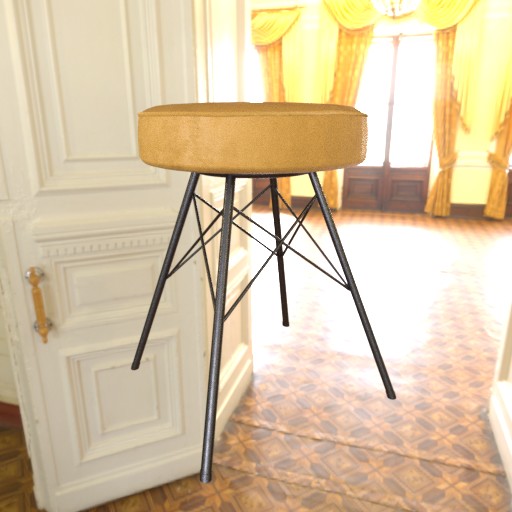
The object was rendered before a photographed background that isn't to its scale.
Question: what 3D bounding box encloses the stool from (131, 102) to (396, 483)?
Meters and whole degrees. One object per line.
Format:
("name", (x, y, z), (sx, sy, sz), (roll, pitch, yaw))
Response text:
("stool", (0.000, 0.000, 0.917), (0.472, 0.595, 0.438), (-9, 20, -27))
